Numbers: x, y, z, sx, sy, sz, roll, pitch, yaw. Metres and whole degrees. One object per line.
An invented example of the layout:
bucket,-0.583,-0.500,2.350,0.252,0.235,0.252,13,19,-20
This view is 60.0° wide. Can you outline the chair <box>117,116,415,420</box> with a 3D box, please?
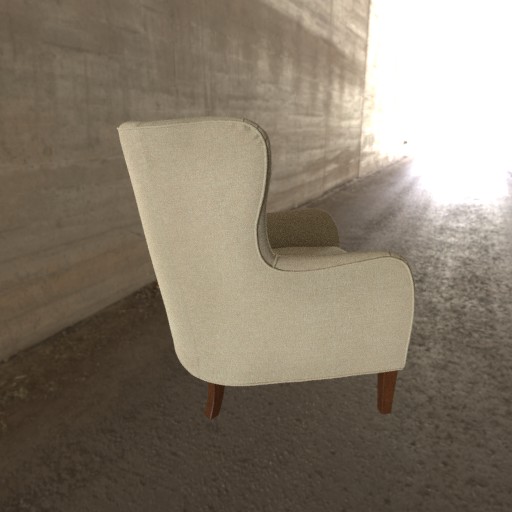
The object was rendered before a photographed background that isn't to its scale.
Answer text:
chair,0.000,0.000,1.752,0.966,1.040,0.838,-3,17,-10
